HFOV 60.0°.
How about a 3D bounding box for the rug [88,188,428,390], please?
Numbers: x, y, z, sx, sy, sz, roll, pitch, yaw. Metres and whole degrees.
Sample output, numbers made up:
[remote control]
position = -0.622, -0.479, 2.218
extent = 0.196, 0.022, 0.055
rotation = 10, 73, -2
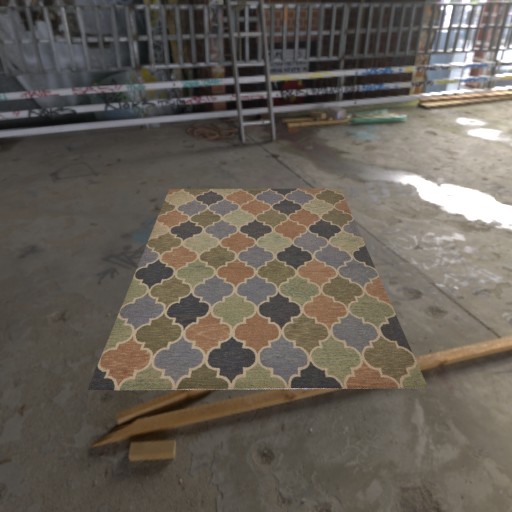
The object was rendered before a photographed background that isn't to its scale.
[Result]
[rug]
position = 0.000, 0.000, 2.367
extent = 1.216, 0.006, 1.828
rotation = 0, 31, 0
